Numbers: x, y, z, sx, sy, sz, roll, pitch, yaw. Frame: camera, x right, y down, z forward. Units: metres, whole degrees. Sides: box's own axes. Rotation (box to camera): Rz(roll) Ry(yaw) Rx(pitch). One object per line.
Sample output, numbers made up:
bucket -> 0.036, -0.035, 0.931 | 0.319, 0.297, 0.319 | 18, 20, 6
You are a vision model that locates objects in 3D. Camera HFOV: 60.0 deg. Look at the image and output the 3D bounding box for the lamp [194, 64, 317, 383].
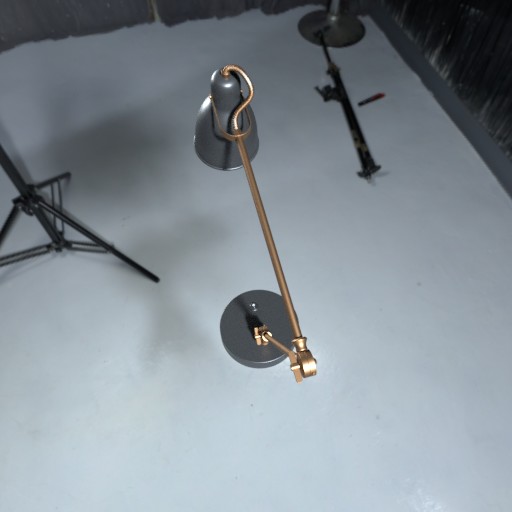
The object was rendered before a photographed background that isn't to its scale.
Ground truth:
lamp -> 0.000, 0.000, 0.843 | 0.187, 0.587, 0.561 | -13, 58, -8
